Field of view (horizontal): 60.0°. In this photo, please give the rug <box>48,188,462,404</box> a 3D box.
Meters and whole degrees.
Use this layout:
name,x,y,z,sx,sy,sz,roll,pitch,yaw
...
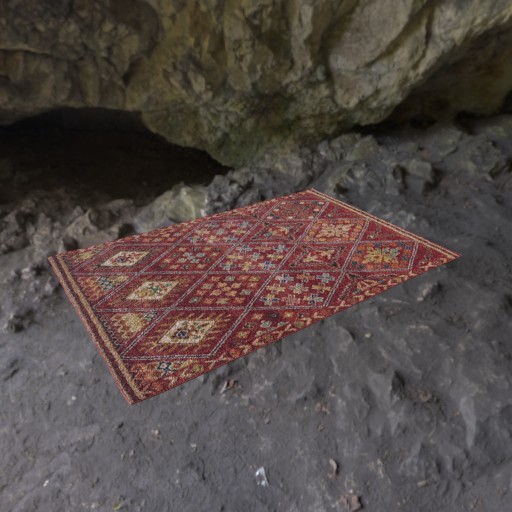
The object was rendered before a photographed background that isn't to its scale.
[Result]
name,x,y,z,sx,sy,sz,roll,pitch,yaw
rug,0.000,0.000,2.922,2.286,0.026,1.521,-18,34,-30
